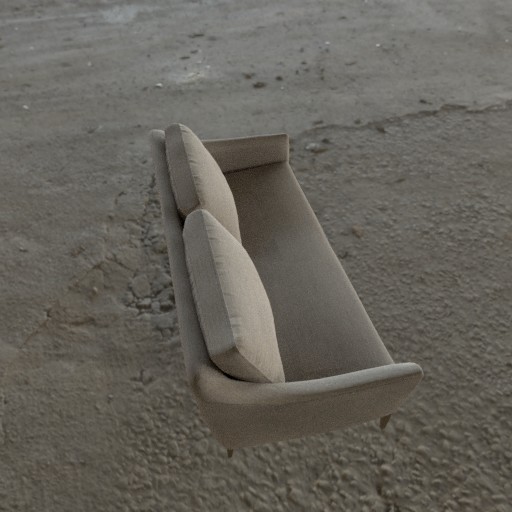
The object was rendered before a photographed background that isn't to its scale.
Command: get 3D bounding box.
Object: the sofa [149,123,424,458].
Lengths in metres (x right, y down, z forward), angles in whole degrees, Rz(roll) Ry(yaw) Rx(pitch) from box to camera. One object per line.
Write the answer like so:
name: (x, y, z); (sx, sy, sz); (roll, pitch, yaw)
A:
sofa: (0.000, 0.000, 2.584); (0.980, 0.913, 2.036); (-10, 47, -10)
